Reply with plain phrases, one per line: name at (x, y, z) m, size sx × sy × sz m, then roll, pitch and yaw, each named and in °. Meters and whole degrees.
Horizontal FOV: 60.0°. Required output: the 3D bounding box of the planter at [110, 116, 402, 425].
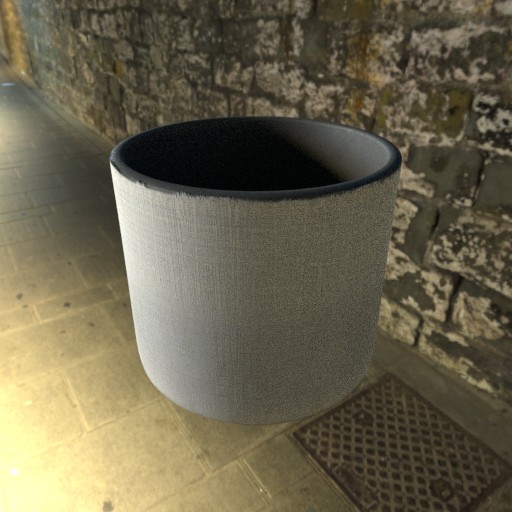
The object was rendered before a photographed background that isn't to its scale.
planter at (0.000, 0.000, 0.397) m, size 0.226 × 0.201 × 0.226 m, roll 0°, pitch 29°, yaw 0°
